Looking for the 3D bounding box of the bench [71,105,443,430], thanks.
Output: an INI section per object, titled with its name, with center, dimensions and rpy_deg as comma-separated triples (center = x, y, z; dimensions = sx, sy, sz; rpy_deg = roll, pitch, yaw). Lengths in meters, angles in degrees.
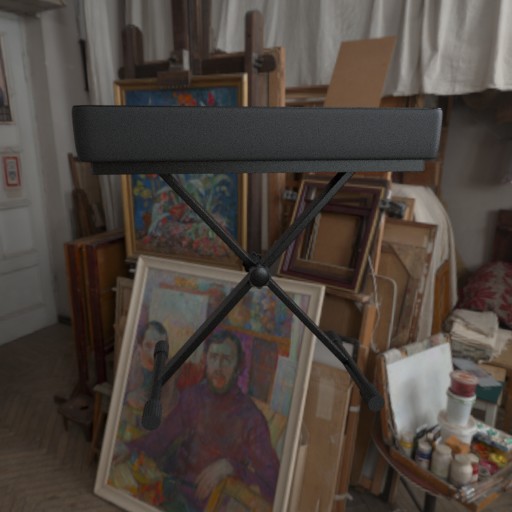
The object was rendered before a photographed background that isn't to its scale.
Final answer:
[bench]
center = 0.000, 0.000, 0.903
dimensions = 0.600, 0.561, 0.300
rpy_deg = -2, 15, -7
